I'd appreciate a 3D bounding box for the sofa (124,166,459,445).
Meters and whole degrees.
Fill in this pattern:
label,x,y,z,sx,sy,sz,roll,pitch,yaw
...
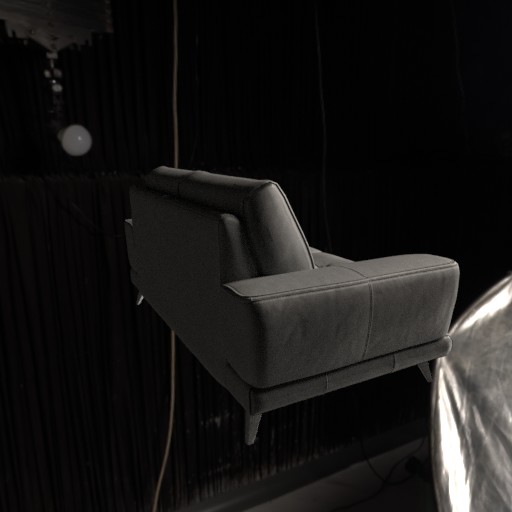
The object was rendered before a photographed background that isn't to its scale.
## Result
label,x,y,z,sx,sy,sz,roll,pitch,yaw
sofa,0.000,0.000,2.365,1.018,0.907,1.806,-7,16,-27
